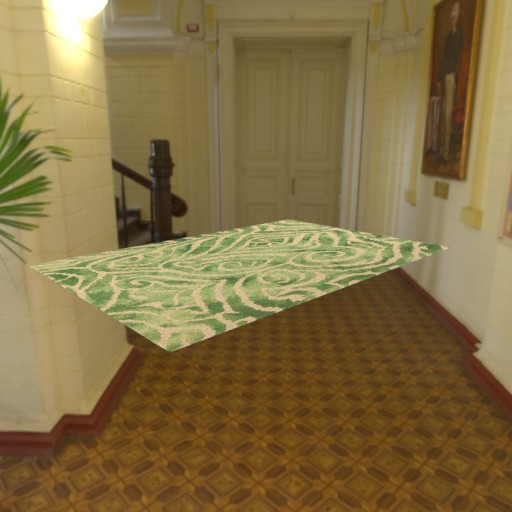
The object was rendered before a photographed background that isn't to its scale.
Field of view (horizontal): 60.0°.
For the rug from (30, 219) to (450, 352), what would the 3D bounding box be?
[{"bbox_3d":[0.000,0.000,2.295,1.826,0.006,1.220,-14,20,-42],"label":"rug"}]
